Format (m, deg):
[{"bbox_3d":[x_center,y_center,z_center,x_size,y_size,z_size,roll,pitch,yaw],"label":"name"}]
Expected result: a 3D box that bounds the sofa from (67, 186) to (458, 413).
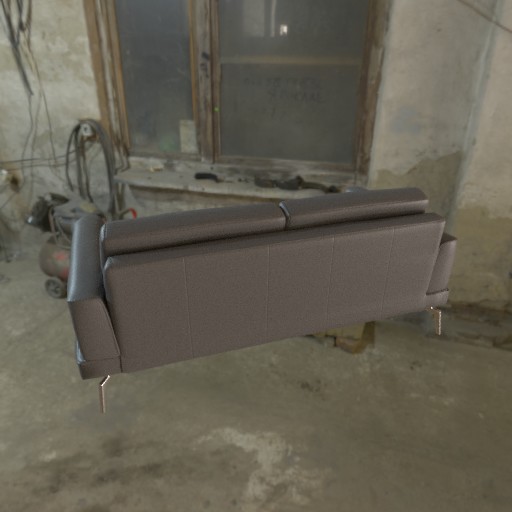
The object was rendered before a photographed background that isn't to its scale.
[{"bbox_3d":[0.000,0.000,2.754,2.177,0.930,1.121,-9,27,-17],"label":"sofa"}]
